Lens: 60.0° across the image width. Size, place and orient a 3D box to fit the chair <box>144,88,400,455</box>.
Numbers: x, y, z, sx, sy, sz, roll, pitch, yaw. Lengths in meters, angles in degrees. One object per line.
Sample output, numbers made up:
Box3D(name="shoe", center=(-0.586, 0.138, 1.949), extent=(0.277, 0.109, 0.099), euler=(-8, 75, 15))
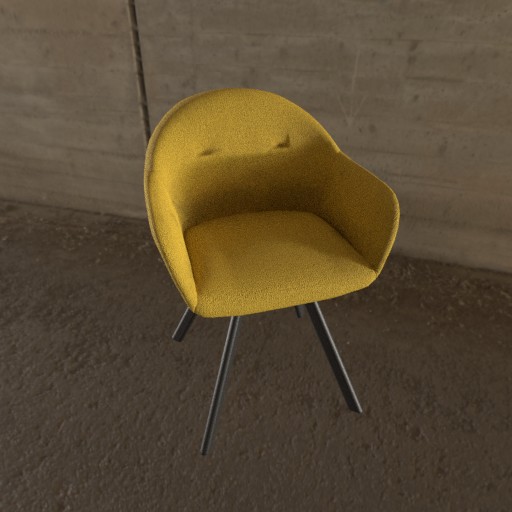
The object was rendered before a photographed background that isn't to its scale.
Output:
Box3D(name="chair", center=(0.000, 0.000, 1.204), extent=(0.545, 0.775, 0.565), euler=(-9, 33, -14))
